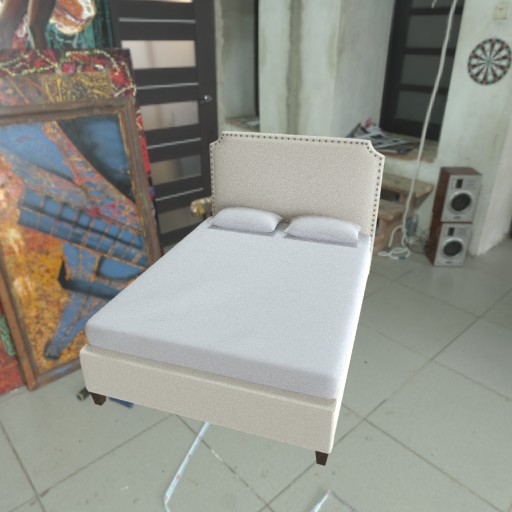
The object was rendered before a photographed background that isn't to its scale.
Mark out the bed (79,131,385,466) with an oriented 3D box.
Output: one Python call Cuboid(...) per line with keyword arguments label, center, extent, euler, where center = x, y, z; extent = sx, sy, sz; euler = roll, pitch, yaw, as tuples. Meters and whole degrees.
Cuboid(label="bed", center=(0.000, 0.000, 3.541), extent=(1.712, 1.497, 2.372), euler=(8, 27, 16))
